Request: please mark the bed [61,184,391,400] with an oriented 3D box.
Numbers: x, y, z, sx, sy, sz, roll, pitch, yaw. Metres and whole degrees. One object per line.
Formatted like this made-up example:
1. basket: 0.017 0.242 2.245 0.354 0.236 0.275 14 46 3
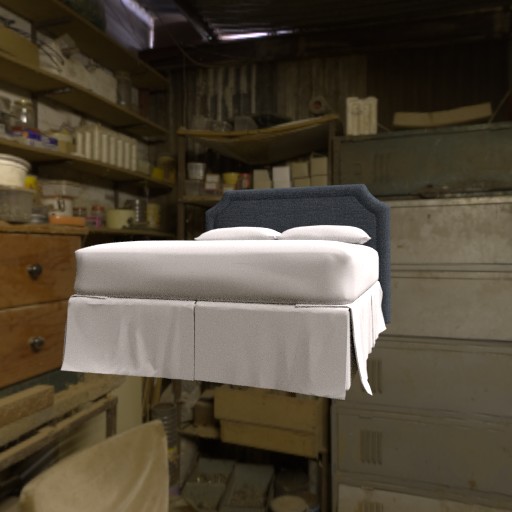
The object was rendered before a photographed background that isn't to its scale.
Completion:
1. bed: 0.000 0.000 3.276 1.828 1.297 2.208 0 0 19
